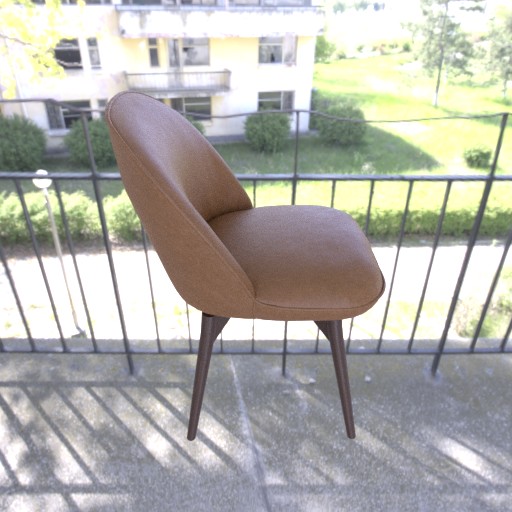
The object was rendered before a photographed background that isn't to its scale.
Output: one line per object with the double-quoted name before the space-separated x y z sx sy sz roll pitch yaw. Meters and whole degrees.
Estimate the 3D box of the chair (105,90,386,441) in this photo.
"chair" 0.000 0.000 1.191 0.631 0.831 0.521 0 31 -1
